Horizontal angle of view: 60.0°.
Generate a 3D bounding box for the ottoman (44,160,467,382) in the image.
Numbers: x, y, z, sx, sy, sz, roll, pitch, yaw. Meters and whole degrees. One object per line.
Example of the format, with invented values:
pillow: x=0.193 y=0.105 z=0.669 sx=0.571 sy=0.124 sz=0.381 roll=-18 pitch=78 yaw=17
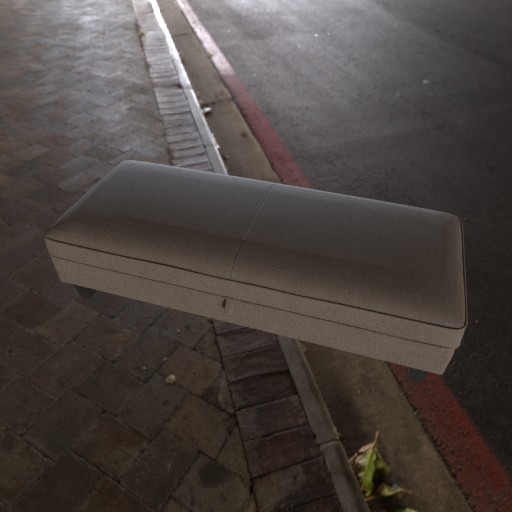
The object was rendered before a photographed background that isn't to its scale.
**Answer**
ottoman: x=0.000 y=0.000 z=2.071 sx=1.764 sy=0.470 sz=0.751 roll=12 pitch=43 yaw=13
